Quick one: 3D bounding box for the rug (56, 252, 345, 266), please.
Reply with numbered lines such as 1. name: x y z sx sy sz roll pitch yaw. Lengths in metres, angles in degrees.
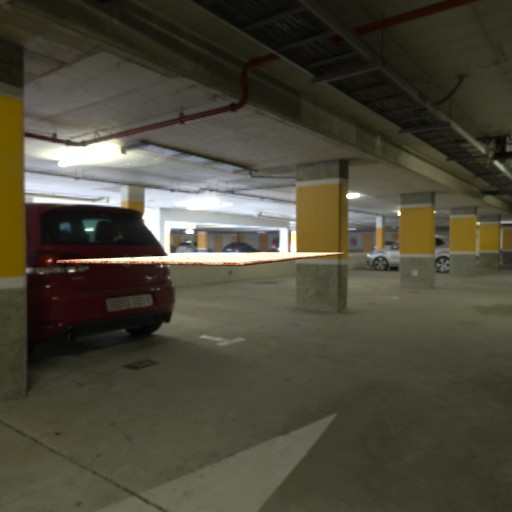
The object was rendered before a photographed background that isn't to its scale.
1. rug: 0.000 0.000 2.686 0.750 0.011 2.435 0 1 19
